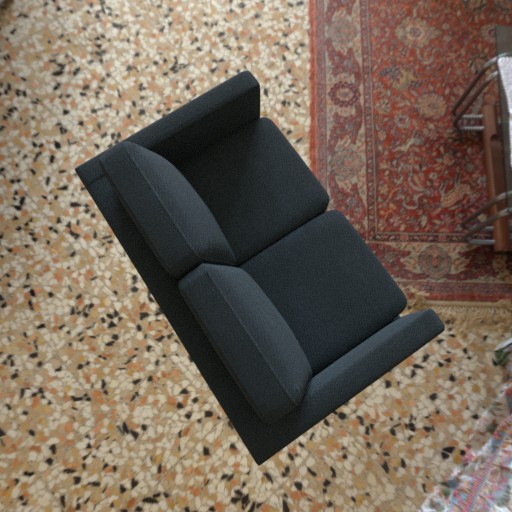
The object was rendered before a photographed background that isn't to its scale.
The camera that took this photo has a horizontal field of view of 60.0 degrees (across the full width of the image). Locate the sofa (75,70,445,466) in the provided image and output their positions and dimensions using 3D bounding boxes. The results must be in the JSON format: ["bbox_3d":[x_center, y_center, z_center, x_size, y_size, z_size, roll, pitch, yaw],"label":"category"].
[{"bbox_3d":[0.000,0.000,2.177,0.999,0.930,1.518,-33,78,-8],"label":"sofa"}]
